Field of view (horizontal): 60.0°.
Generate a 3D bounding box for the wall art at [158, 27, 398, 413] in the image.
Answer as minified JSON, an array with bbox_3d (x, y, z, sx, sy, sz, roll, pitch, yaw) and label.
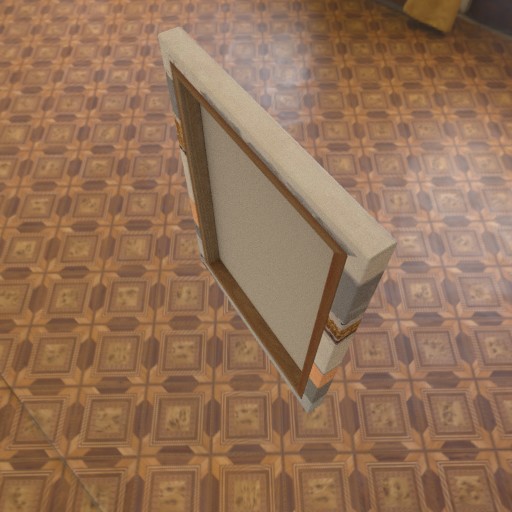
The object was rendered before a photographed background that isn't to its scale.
[{"bbox_3d":[0.000,0.000,0.789,0.038,0.609,0.456,-29,62,-17],"label":"wall art"}]
